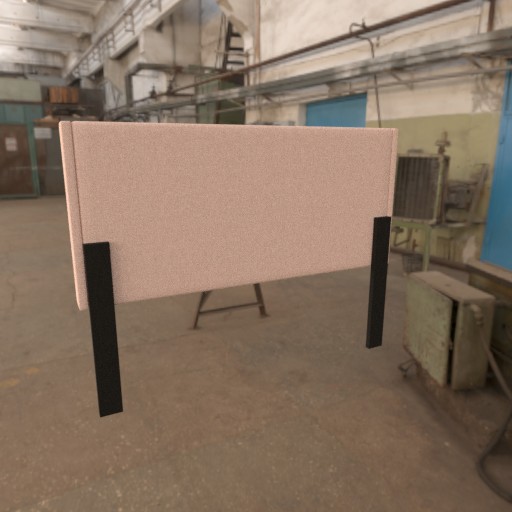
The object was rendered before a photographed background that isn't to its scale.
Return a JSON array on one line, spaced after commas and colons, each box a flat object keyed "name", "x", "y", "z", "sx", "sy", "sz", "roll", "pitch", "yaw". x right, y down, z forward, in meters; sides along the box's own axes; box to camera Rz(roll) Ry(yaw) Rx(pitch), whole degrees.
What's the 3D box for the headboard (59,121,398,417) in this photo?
[{"name": "headboard", "x": 0.000, "y": 0.000, "z": 2.697, "sx": 2.051, "sy": 1.524, "sz": 0.184, "roll": -7, "pitch": 16, "yaw": -26}]
